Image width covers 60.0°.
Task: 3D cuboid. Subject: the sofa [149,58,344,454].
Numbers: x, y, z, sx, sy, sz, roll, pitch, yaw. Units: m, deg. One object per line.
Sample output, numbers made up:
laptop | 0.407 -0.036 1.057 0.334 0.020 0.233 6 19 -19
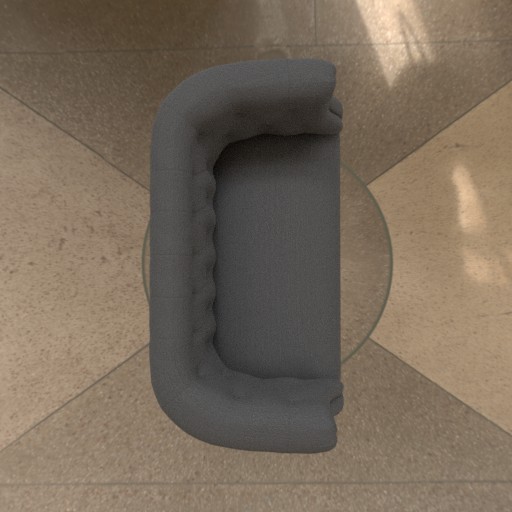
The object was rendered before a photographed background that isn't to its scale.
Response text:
sofa | 0.000 0.000 2.084 0.835 0.827 1.558 0 89 1
